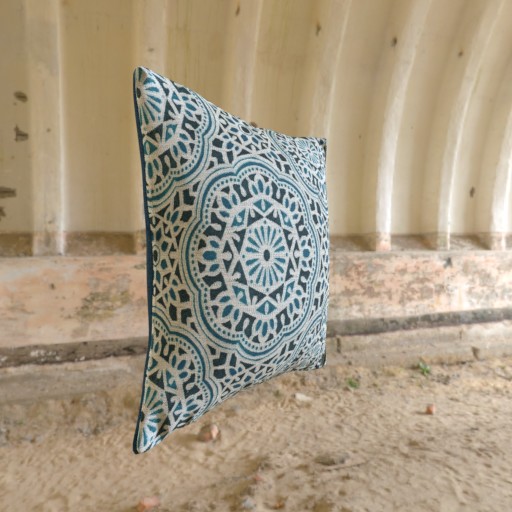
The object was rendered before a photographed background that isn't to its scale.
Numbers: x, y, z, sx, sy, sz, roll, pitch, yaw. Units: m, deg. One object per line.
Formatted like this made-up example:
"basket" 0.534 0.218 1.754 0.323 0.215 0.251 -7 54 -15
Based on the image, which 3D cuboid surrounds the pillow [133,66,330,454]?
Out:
"pillow" 0.000 0.000 0.645 0.145 0.420 0.440 1 2 36
